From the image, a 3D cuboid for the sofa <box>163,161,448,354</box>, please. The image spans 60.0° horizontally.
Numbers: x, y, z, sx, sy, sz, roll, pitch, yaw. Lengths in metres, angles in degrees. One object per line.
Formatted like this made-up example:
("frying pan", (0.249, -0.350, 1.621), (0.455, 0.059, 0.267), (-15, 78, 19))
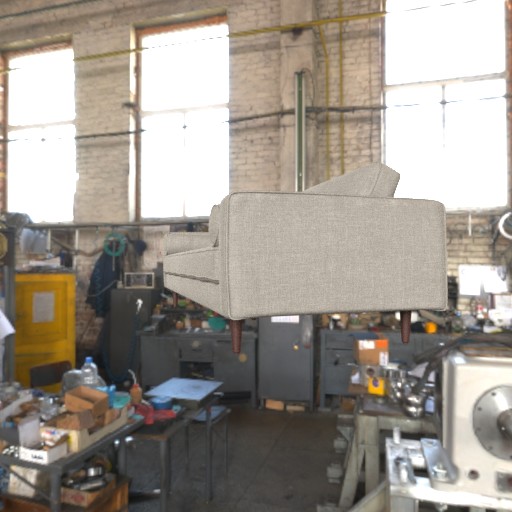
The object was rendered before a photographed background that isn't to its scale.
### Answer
("sofa", (0.000, 0.000, 2.644), (0.914, 0.762, 2.211), (0, -1, -17))
